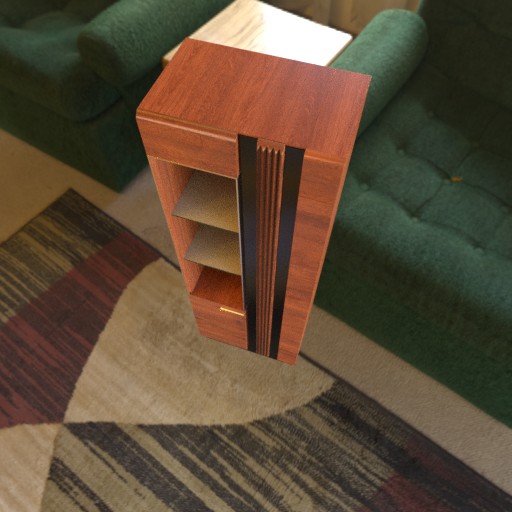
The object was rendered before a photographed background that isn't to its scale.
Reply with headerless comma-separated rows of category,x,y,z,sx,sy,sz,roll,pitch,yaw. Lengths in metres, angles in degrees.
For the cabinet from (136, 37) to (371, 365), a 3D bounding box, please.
cabinet,0.000,0.000,2.254,0.660,1.980,0.420,16,60,9
